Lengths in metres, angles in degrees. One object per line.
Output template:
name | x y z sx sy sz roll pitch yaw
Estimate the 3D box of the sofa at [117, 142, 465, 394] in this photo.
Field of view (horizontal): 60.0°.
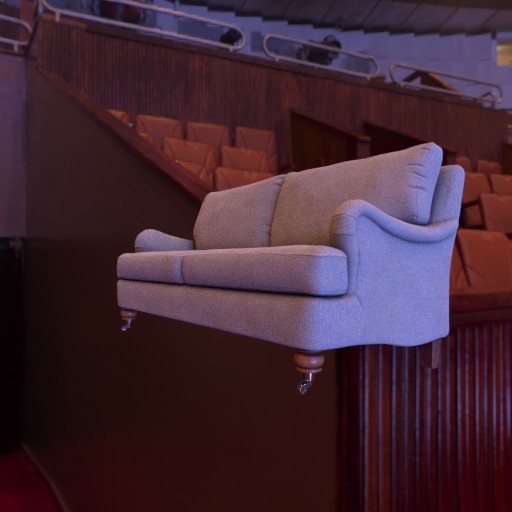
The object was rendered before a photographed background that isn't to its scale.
sofa | 0.000 0.000 2.767 1.069 1.096 2.193 1 -1 -37
